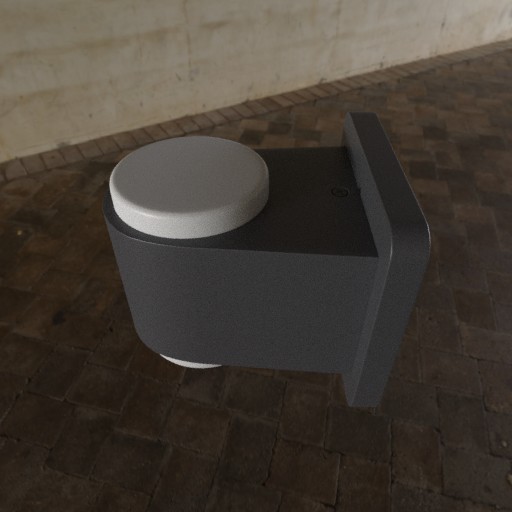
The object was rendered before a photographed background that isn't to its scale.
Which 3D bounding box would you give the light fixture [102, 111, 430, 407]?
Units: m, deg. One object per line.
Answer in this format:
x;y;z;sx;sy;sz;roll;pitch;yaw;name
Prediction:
0.000;0.000;0.218;0.132;0.109;0.109;0;41;0;light fixture
